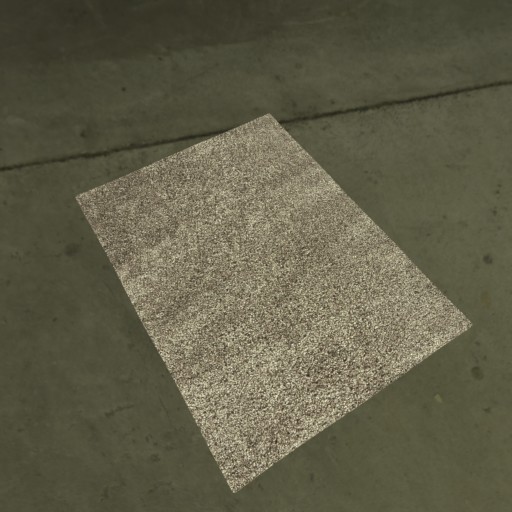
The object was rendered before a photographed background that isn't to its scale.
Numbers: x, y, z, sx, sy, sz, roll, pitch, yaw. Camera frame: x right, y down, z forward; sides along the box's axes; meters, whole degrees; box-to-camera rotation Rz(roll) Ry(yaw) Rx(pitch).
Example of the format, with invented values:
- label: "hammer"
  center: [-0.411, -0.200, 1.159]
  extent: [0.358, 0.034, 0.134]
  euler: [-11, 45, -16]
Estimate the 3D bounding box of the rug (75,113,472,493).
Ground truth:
- label: "rug"
  center: [0.000, 0.000, 2.101]
  extent: [1.198, 0.025, 1.601]
  euler: [-28, 62, -17]
